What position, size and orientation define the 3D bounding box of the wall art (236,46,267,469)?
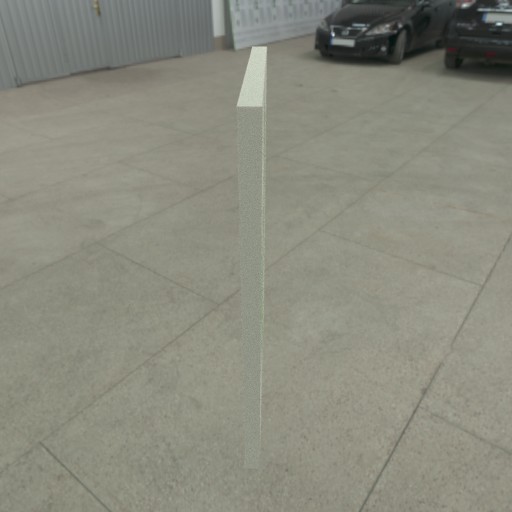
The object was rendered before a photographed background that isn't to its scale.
[{"bbox_3d":[0.000,0.000,1.155,0.038,0.914,0.610,1,33,2],"label":"wall art"}]
